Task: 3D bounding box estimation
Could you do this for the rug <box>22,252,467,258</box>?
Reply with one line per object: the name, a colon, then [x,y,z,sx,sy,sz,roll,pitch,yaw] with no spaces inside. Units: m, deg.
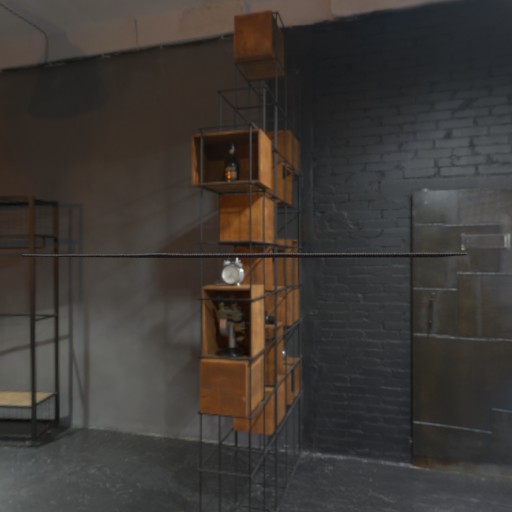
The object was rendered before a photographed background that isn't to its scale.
rug: [0.000,0.000,2.275,1.820,0.012,1.207,0,-1,18]
